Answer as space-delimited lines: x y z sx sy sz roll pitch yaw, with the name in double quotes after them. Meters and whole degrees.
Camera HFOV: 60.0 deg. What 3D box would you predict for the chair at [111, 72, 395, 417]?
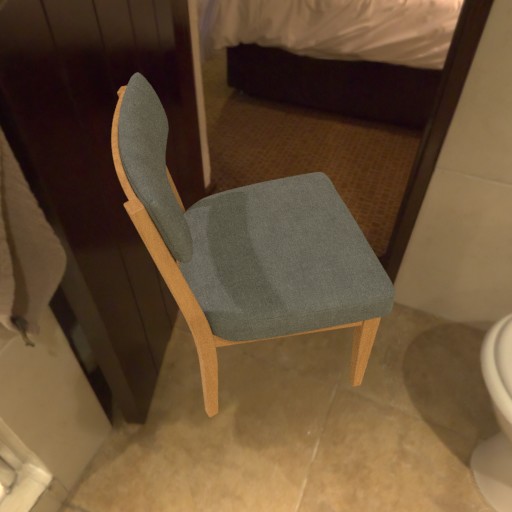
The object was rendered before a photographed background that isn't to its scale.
0.000 0.000 1.174 0.572 0.832 0.508 -10 47 -9 "chair"
